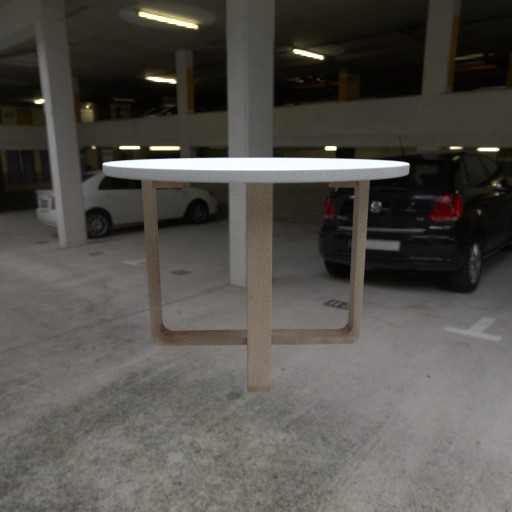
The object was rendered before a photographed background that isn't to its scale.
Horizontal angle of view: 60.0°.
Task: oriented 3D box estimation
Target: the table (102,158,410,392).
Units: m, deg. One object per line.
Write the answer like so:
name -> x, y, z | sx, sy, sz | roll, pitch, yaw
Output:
table -> 0.000, 0.000, 0.961 | 0.600, 0.400, 0.600 | 0, 14, 0
